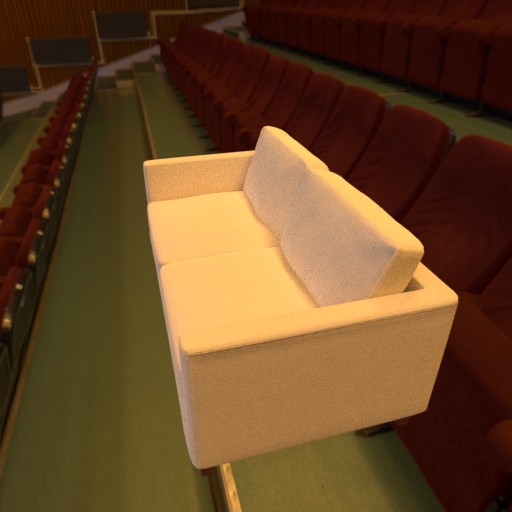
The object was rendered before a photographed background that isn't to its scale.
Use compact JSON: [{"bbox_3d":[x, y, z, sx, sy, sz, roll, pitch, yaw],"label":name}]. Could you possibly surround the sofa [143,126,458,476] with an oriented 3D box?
[{"bbox_3d":[0.000,0.000,2.172,0.964,0.888,1.702,-8,32,-13],"label":"sofa"}]
